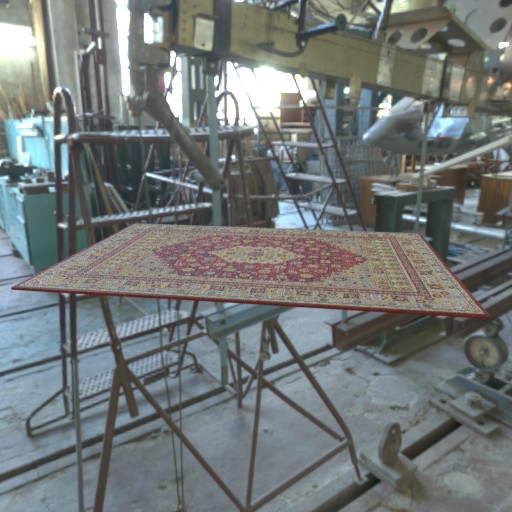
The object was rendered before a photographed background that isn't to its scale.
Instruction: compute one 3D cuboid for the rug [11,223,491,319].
[{"bbox_3d":[0.000,0.000,2.205,1.802,0.013,1.194,3,17,8],"label":"rug"}]
